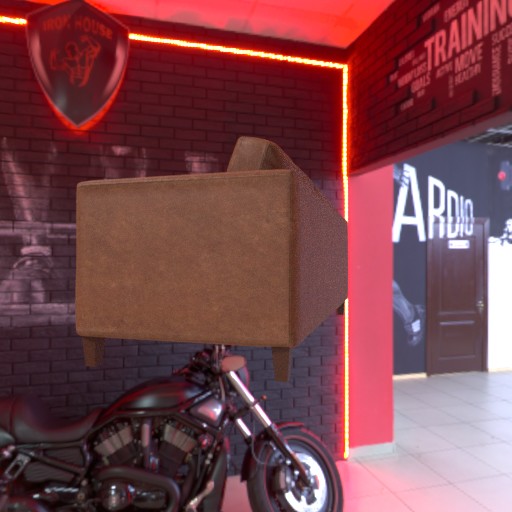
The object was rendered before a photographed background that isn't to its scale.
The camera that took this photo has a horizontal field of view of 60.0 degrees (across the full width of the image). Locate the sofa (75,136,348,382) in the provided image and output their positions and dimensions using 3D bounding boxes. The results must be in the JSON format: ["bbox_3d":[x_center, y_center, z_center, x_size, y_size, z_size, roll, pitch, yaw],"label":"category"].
[{"bbox_3d":[0.000,0.000,2.734,0.950,0.932,2.204,0,-1,17],"label":"sofa"}]
